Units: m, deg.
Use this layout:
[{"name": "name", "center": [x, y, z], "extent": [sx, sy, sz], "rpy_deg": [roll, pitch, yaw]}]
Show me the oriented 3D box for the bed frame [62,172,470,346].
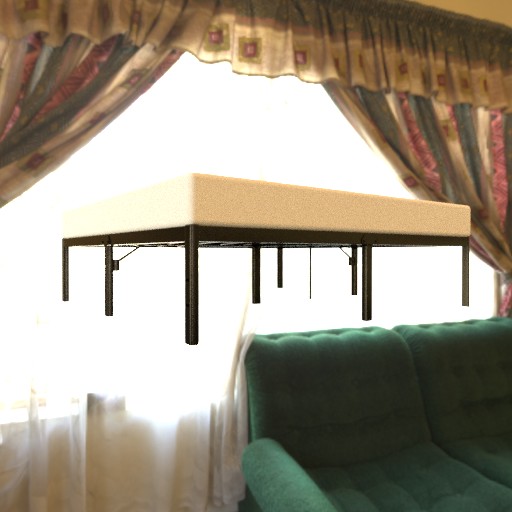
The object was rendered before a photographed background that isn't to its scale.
[{"name": "bed frame", "center": [0.000, 0.000, 3.056], "extent": [2.079, 0.659, 1.963], "rpy_deg": [0, 0, -37]}]
